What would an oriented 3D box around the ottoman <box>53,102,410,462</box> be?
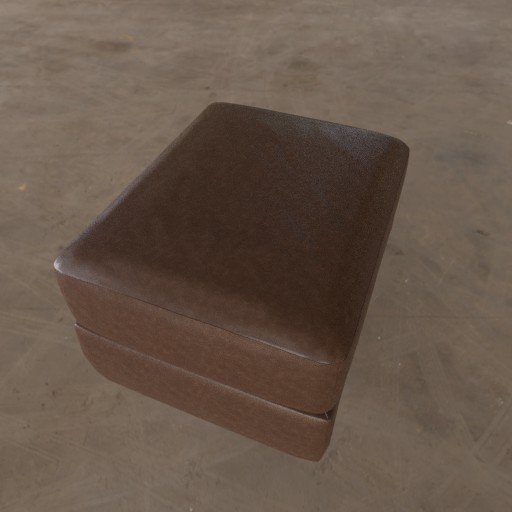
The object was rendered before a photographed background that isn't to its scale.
[{"bbox_3d":[0.000,0.000,1.126,0.603,0.476,0.751,16,48,15],"label":"ottoman"}]
